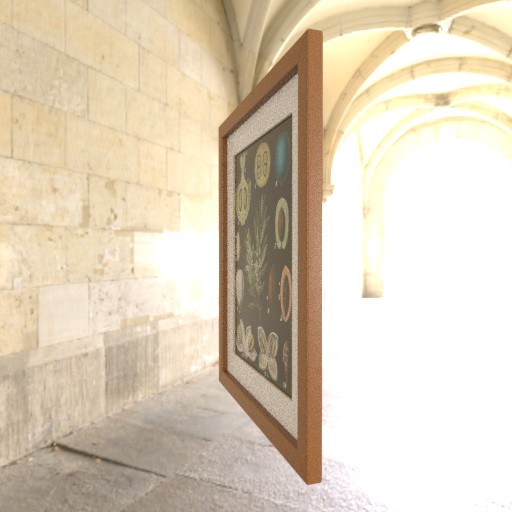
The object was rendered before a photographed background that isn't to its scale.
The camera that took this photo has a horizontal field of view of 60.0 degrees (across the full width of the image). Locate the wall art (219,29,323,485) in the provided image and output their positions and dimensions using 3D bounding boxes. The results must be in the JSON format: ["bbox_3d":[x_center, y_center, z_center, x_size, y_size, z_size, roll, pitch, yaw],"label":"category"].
[{"bbox_3d":[0.000,0.000,0.748,0.021,0.550,0.449,0,1,-18],"label":"wall art"}]
